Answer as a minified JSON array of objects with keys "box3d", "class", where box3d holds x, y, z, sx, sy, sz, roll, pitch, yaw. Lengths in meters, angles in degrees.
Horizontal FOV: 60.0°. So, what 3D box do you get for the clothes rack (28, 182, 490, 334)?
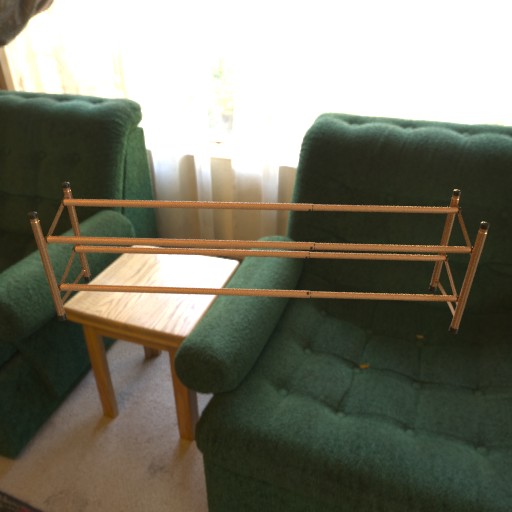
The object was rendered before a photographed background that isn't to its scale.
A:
[{"box3d":[0.000,0.000,1.296,1.168,0.349,0.229,1,31,2],"class":"clothes rack"}]
